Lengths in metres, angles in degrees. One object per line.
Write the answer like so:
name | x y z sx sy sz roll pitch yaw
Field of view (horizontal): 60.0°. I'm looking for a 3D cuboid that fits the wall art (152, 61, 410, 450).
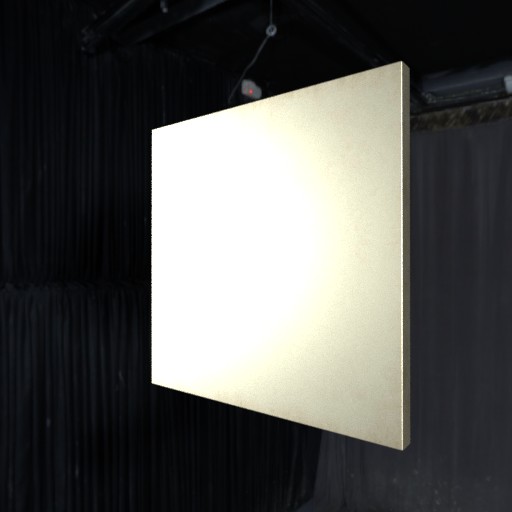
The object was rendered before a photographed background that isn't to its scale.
wall art | 0.000 0.000 0.740 0.503 0.506 0.030 0 0 38
